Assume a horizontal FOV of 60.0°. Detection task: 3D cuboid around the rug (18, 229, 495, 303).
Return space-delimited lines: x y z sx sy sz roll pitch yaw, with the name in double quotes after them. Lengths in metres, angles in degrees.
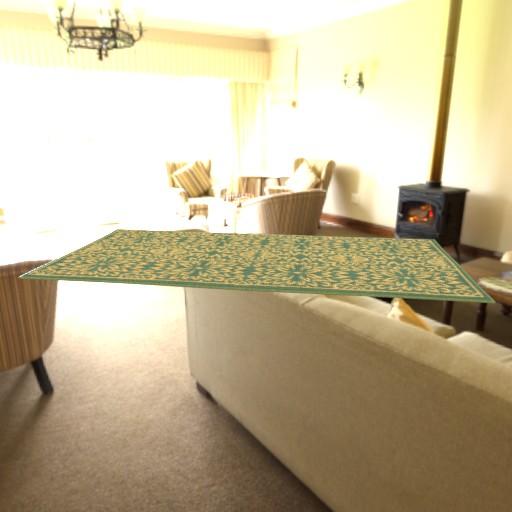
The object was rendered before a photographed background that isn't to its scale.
0.000 0.000 1.404 1.219 0.007 0.604 2 16 8 "rug"
